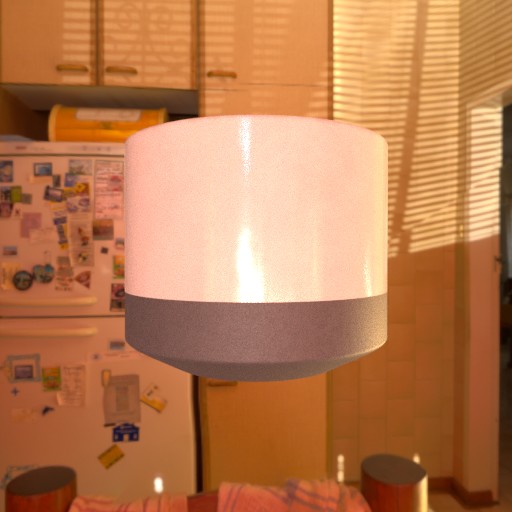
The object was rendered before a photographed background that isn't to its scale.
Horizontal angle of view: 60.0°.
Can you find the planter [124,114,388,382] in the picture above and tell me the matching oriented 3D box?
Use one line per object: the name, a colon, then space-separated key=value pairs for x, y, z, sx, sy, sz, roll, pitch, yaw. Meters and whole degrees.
planter: x=0.000 y=0.000 z=0.226 sx=0.128 sy=0.105 sz=0.128 roll=0 pitch=1 yaw=0
